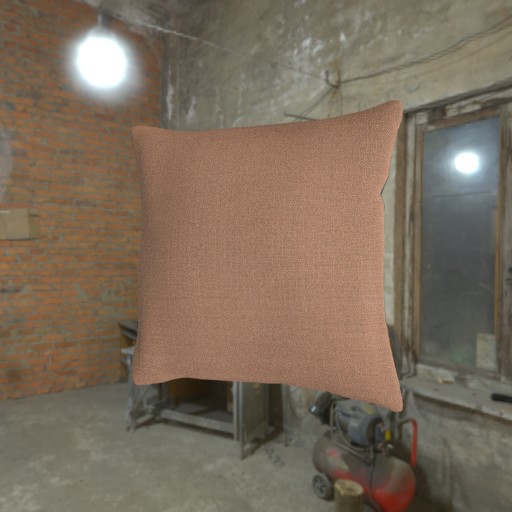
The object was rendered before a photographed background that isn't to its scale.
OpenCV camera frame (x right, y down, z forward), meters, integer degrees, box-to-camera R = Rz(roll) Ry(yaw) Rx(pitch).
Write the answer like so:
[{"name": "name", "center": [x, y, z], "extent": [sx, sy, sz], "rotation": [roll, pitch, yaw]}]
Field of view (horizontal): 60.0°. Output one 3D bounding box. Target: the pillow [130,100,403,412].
[{"name": "pillow", "center": [0.000, 0.000, 0.759], "extent": [0.478, 0.479, 0.158], "rotation": [0, 0, 17]}]
